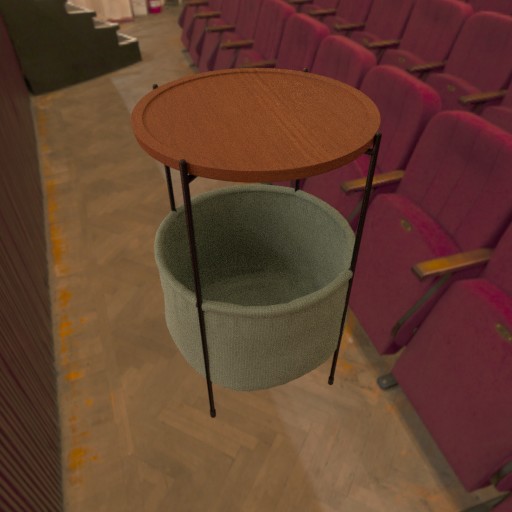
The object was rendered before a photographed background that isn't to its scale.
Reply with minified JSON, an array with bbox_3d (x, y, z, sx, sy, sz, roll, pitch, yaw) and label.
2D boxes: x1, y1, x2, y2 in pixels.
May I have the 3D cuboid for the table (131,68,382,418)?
[{"bbox_3d":[0.000,0.000,0.900,0.400,0.623,0.400,-11,42,-13],"label":"table"}]
